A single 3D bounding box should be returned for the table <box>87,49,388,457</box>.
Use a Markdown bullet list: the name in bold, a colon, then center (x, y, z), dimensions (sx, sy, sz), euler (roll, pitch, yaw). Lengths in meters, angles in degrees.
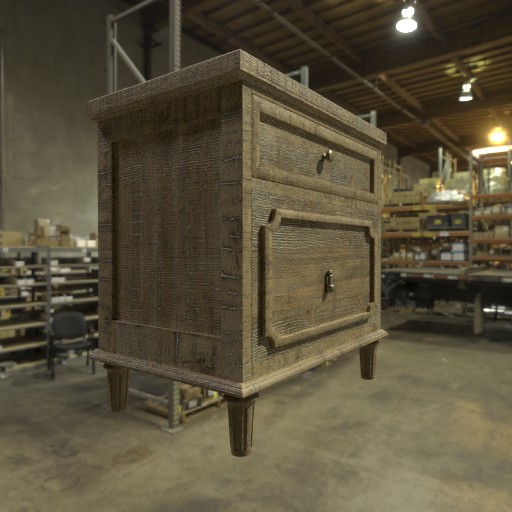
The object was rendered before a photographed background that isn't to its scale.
- **table**: center (0.000, 0.000, 1.156), dimensions (0.457, 0.711, 0.686), euler (1, 1, 37)
